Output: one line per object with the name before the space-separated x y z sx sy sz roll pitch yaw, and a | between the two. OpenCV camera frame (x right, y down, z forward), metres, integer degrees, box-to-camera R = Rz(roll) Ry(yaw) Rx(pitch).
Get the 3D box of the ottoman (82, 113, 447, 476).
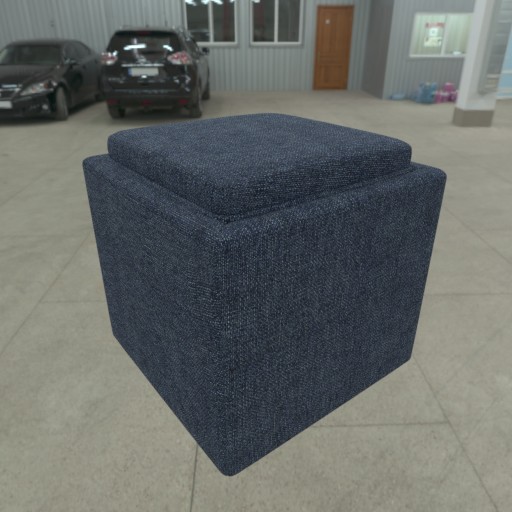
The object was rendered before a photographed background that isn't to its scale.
ottoman | 0.000 0.000 0.825 0.450 0.460 0.450 -19 32 -33
